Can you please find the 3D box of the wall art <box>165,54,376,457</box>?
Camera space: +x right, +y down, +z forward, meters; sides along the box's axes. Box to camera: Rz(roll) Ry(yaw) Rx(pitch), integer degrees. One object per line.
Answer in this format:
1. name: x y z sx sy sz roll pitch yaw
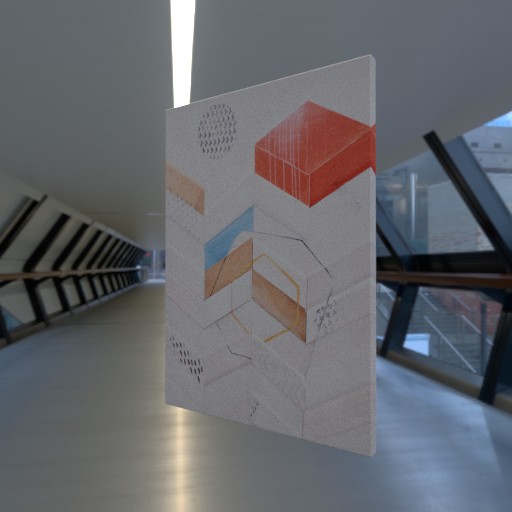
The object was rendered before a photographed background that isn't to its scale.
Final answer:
1. wall art: 0.000 0.000 1.118 0.613 0.848 0.036 0 -1 35
